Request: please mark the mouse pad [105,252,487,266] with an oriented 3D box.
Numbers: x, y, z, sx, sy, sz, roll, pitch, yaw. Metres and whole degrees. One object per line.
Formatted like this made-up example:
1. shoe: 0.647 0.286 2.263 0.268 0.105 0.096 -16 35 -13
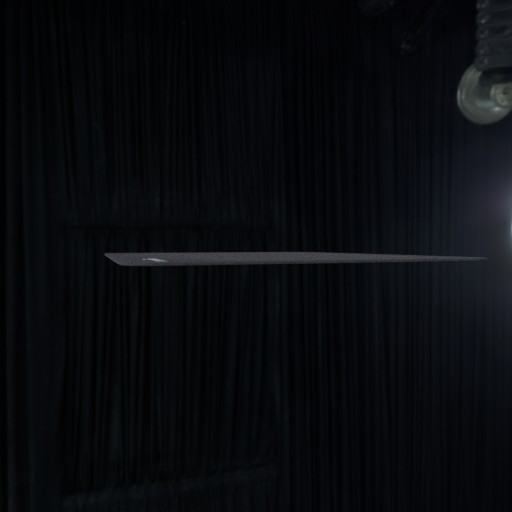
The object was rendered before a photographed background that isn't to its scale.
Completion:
1. mouse pad: 0.000 0.000 0.427 0.269 0.002 0.315 -1 1 -21
